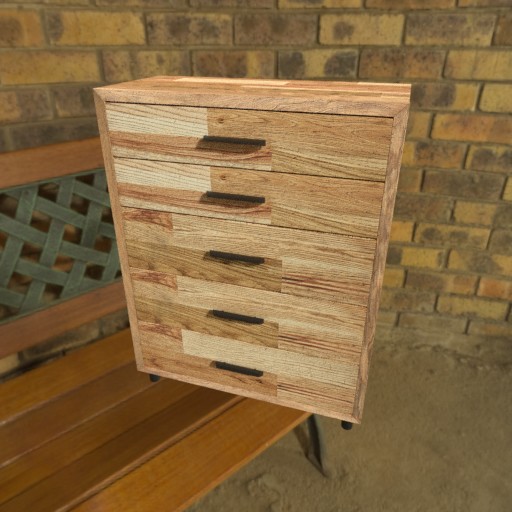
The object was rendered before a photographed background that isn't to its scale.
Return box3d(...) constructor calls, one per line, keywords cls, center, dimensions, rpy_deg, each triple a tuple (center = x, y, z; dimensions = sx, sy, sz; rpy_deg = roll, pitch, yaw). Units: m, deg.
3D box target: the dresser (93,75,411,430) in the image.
box3d(cls="dresser", center=(0.000, 0.000, 1.733), dimensions=(0.966, 1.243, 0.480), rpy_deg=(9, 29, 16))
